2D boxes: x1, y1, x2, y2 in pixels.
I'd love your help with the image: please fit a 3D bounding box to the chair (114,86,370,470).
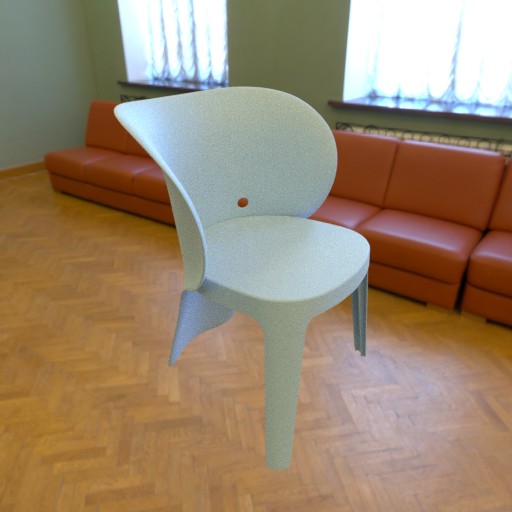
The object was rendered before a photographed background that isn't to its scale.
[{"bbox_3d":[0.000,0.000,0.835,0.402,0.554,0.451,17,32,30],"label":"chair"}]
